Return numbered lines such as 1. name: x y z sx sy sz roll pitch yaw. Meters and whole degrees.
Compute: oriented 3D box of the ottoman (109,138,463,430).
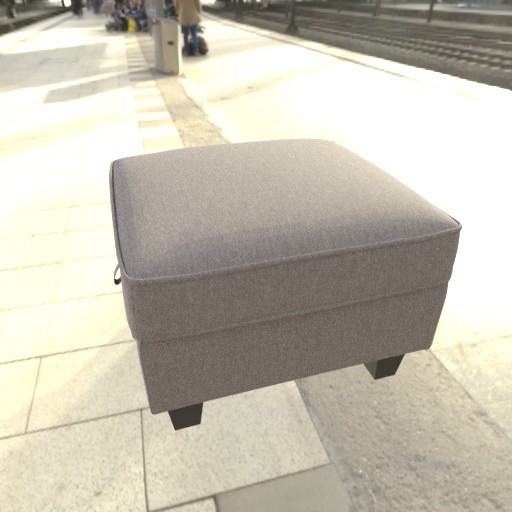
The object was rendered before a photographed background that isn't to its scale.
1. ottoman: 0.000 0.000 1.405 0.871 0.612 0.808 -9 32 -15
